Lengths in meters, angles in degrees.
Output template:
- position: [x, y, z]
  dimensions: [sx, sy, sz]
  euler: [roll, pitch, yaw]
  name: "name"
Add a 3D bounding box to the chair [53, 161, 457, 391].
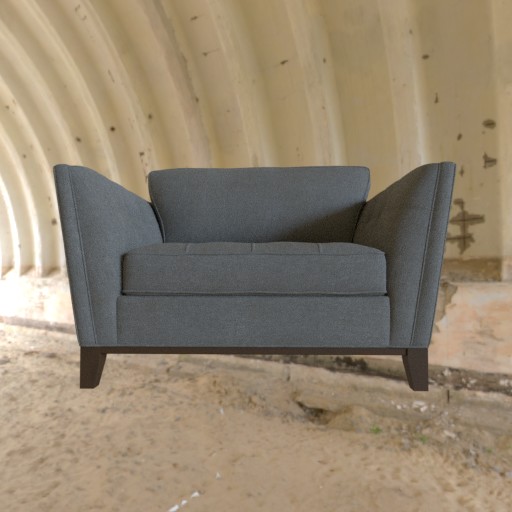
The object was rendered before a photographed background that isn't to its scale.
- position: [0.000, 0.000, 1.991]
  dimensions: [1.396, 0.942, 0.965]
  euler: [0, -2, 2]
  name: "chair"
